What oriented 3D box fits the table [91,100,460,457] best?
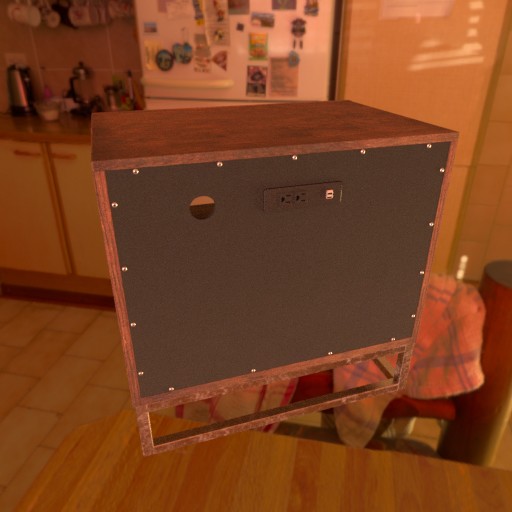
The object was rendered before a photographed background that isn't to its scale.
[{"bbox_3d":[0.000,0.000,1.255,0.767,0.746,0.542,-9,29,-16],"label":"table"}]
